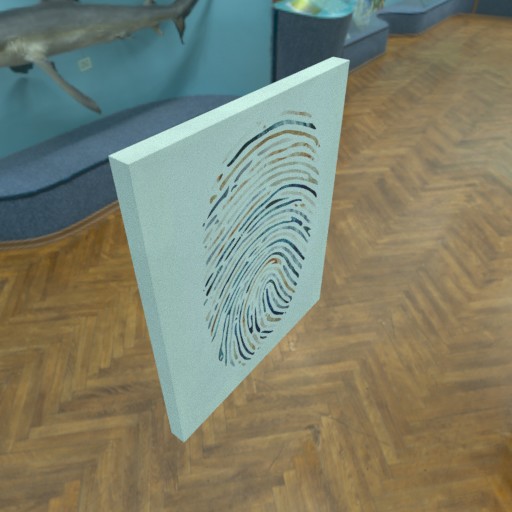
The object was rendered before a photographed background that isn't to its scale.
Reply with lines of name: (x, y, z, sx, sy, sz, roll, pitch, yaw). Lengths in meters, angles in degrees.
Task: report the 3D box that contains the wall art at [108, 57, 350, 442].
wall art: (0.000, 0.000, 0.846, 0.037, 0.606, 0.508, 26, 46, 28)
